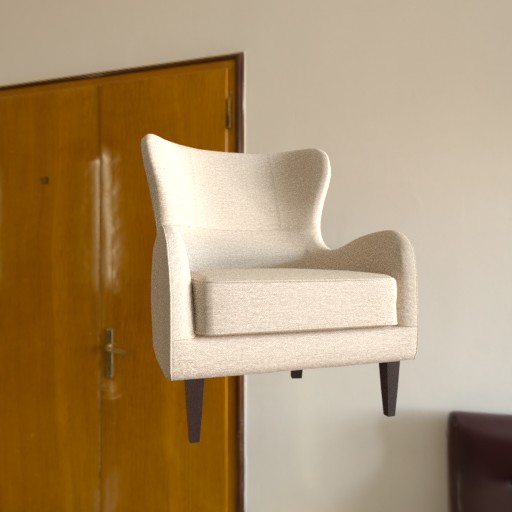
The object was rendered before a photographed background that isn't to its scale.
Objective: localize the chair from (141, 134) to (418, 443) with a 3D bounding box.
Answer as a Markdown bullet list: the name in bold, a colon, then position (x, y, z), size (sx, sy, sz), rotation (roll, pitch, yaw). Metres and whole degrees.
- **chair**: position (0.000, 0.000, 1.768), size (0.861, 1.064, 0.984), rotation (0, 0, -19)
